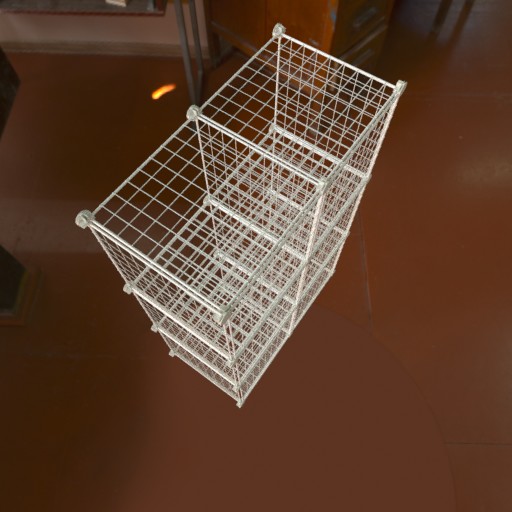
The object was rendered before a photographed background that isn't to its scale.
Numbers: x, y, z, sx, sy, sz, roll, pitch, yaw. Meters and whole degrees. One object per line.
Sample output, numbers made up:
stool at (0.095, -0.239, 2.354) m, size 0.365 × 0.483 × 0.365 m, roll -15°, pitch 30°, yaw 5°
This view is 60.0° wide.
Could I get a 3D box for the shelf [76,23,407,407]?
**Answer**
shelf at (0.000, 0.000, 1.411) m, size 0.356 × 1.067 × 0.711 m, roll 32°, pitch 68°, yaw 15°
